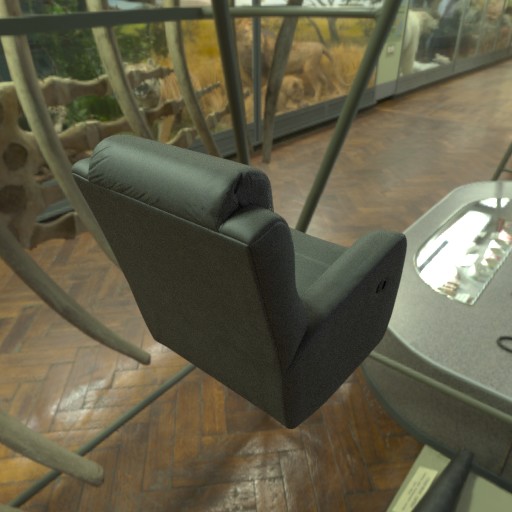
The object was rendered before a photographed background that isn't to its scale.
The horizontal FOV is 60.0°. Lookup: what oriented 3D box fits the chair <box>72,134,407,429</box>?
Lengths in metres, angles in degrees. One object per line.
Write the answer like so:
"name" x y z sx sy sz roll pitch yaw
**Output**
"chair" 0.000 0.000 1.909 0.965 1.116 1.068 23 37 34
